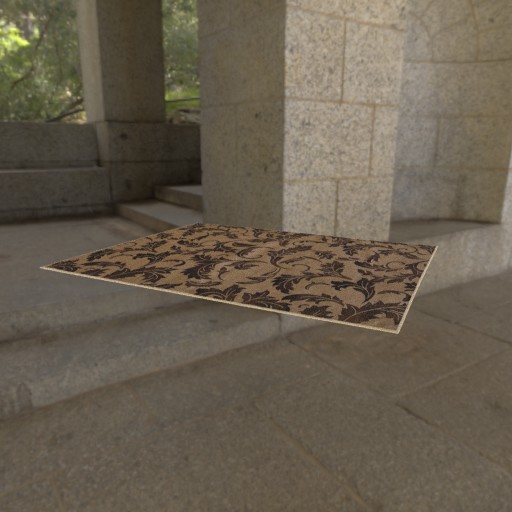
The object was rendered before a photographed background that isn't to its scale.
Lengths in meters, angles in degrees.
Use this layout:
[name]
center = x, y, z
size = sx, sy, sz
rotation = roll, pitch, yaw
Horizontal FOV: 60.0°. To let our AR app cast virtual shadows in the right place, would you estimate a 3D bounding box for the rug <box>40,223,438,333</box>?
[rug]
center = 0.000, 0.000, 4.163
size = 2.977, 0.008, 2.380
rotation = 7, 16, 26
